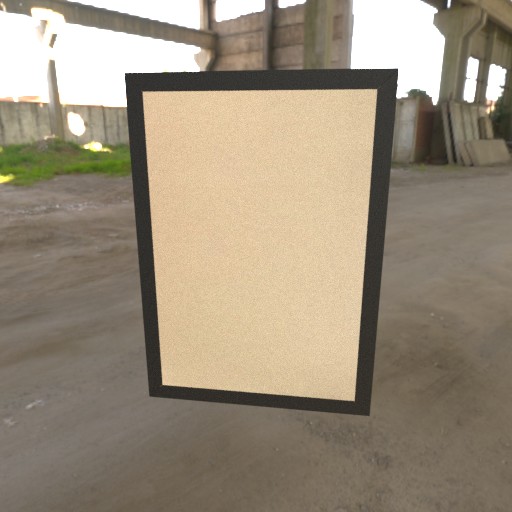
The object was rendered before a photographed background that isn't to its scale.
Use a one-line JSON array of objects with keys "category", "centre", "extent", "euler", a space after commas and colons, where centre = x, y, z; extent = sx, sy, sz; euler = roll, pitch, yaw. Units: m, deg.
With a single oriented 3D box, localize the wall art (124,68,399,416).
[{"category": "wall art", "centre": [0.000, 0.000, 0.683], "extent": [0.379, 0.530, 0.008], "euler": [2, 17, 8]}]
